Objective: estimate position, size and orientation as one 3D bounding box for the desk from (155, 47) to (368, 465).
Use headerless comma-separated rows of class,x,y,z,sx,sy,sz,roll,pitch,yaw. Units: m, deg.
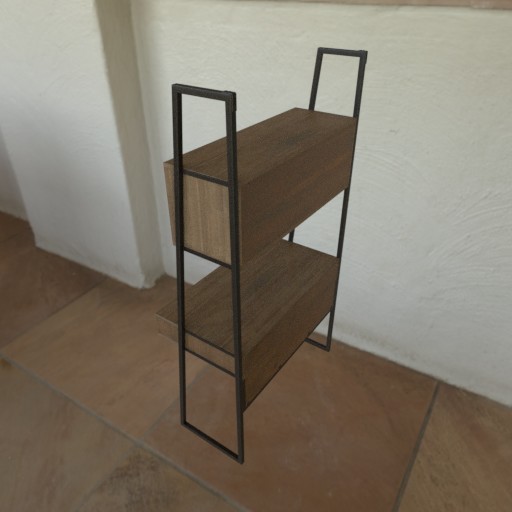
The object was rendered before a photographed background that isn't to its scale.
desk,0.000,0.000,2.211,0.515,1.809,0.982,21,38,29
